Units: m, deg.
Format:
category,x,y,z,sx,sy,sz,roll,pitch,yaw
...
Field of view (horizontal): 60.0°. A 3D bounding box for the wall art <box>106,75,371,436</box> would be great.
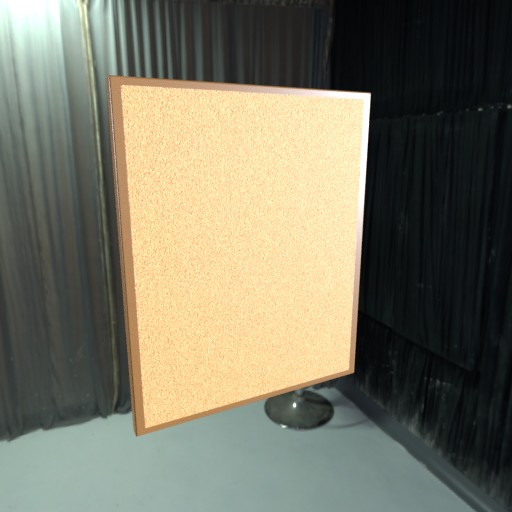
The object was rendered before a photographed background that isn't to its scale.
category,x,y,z,sx,sy,sz,roll,pitch,yaw
wall art,0.000,0.000,0.525,0.310,0.379,0.015,-7,16,-27
